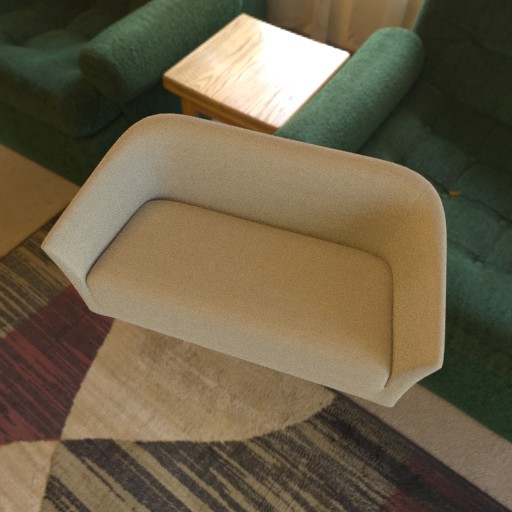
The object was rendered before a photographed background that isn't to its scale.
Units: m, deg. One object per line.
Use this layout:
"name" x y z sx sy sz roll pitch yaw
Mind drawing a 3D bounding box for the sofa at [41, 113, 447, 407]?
"sofa" 0.000 0.000 1.859 1.452 0.721 0.705 16 59 10
